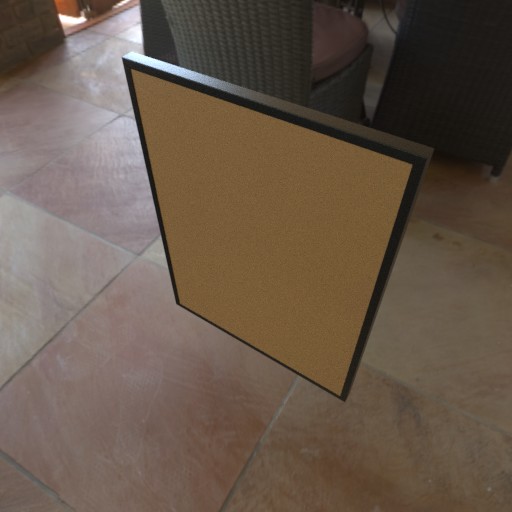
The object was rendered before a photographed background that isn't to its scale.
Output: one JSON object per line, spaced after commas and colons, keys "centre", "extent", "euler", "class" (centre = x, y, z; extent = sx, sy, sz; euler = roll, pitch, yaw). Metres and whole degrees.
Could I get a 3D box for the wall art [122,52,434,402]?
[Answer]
{"centre": [0.000, 0.000, 1.388], "extent": [0.804, 1.061, 0.039], "euler": [26, 52, 22], "class": "wall art"}
